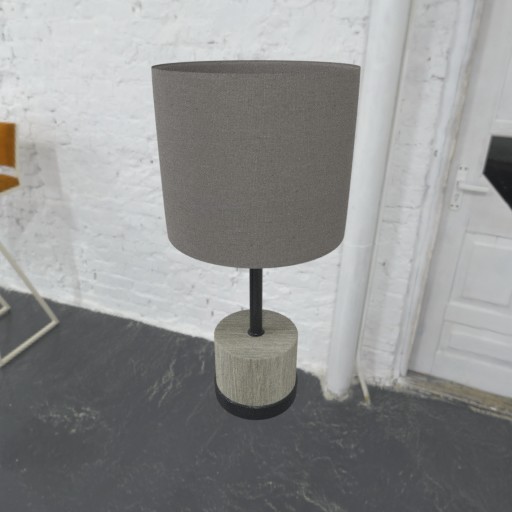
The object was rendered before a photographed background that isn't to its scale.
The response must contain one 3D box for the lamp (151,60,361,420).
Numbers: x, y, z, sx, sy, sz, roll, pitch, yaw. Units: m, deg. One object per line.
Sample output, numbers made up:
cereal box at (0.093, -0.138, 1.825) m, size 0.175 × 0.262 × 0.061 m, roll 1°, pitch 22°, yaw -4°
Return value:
lamp at (0.000, 0.000, 0.594) m, size 0.229 × 0.470 × 0.229 m, roll 0°, pitch 27°, yaw 0°
